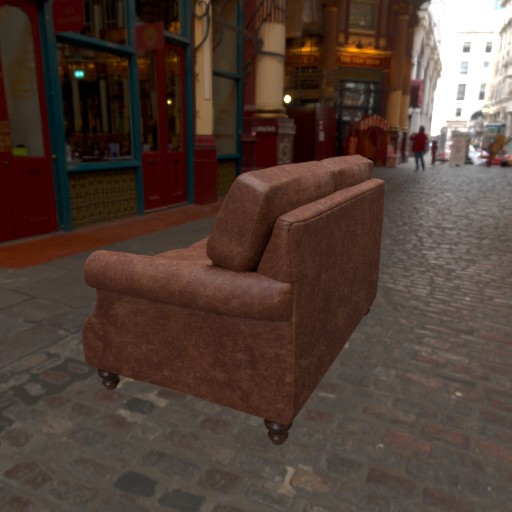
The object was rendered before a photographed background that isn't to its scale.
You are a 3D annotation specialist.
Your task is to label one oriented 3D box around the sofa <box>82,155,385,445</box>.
[{"bbox_3d":[0.000,0.000,2.244,0.990,0.967,1.616,7,17,25],"label":"sofa"}]
